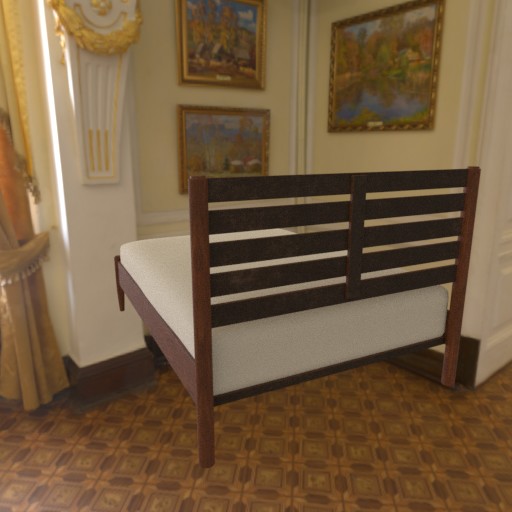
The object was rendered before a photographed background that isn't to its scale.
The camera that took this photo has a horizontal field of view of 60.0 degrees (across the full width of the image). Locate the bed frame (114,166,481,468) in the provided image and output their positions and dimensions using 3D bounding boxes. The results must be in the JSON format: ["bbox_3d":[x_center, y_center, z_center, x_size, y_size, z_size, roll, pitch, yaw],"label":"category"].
[{"bbox_3d":[0.000,0.000,3.178,1.655,1.321,2.234,-7,16,-25],"label":"bed frame"}]
